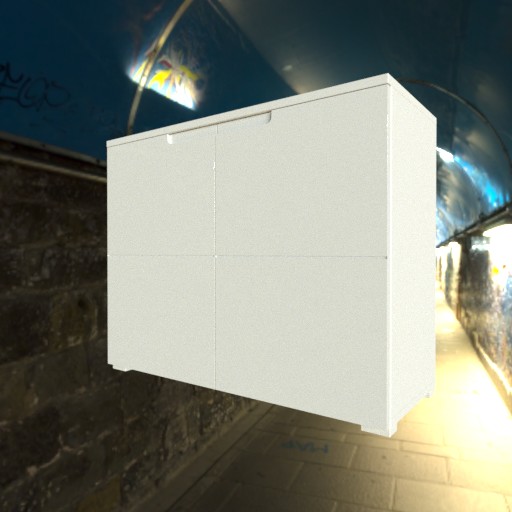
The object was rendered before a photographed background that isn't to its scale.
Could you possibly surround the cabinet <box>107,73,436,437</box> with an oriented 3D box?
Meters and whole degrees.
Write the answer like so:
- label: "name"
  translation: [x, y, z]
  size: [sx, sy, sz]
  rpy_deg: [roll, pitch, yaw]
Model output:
- label: "cabinet"
  translation: [0.000, 0.000, 1.418]
  size: [1.000, 0.800, 0.400]
  rpy_deg: [0, 1, 36]
